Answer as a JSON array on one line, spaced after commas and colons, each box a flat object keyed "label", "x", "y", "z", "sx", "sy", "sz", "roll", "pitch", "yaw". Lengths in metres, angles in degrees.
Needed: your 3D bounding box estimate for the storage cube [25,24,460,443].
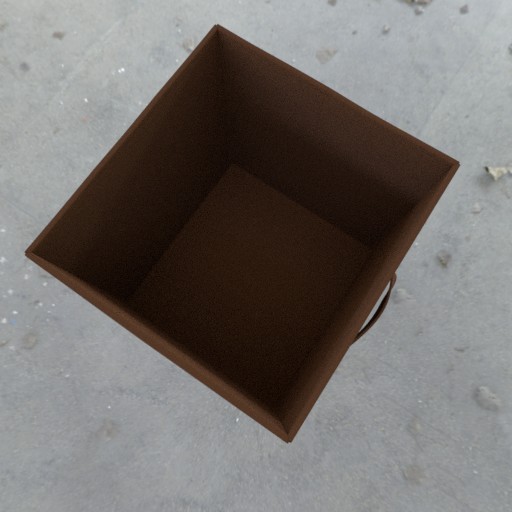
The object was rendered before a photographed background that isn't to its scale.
[{"label": "storage cube", "x": 0.000, "y": 0.000, "z": 0.493, "sx": 0.270, "sy": 0.280, "sz": 0.270, "roll": 33, "pitch": 78, "yaw": 8}]
